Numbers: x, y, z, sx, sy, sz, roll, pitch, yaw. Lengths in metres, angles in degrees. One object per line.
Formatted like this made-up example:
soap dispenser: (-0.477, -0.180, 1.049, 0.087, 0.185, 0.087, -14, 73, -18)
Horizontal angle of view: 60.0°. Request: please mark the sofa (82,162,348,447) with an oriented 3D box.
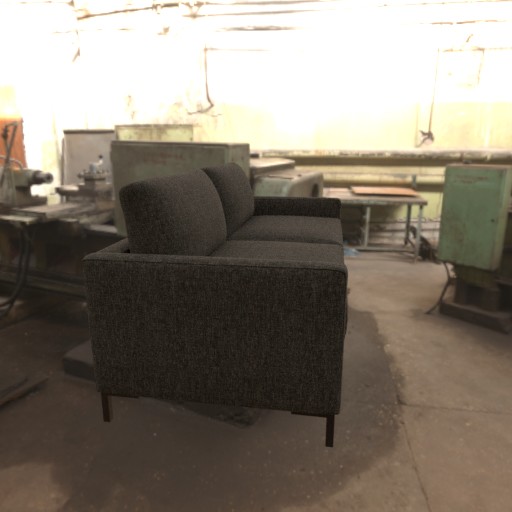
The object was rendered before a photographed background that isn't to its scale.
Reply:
sofa: (0.000, 0.000, 2.206, 0.866, 0.862, 1.716, 2, 15, 9)
